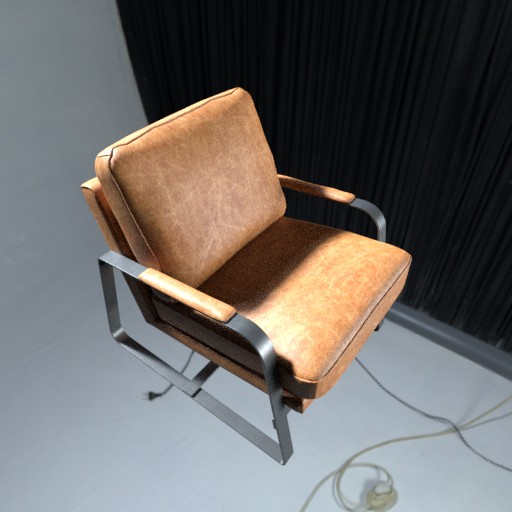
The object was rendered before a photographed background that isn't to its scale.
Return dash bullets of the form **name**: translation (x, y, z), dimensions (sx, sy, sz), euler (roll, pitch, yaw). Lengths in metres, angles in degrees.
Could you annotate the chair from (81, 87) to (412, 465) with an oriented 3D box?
- **chair**: translation (0.000, 0.000, 1.350), dimensions (0.801, 0.777, 0.651), euler (27, 48, 27)
